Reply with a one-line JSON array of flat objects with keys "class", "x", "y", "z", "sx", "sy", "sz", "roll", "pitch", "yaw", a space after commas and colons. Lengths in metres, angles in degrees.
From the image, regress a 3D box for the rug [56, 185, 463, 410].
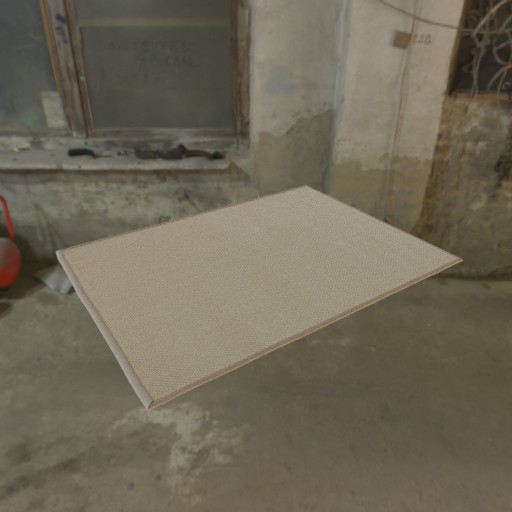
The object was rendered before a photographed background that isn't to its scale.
[{"class": "rug", "x": 0.000, "y": 0.000, "z": 2.779, "sx": 2.081, "sy": 0.020, "sz": 1.525, "roll": -19, "pitch": 35, "yaw": -29}]
